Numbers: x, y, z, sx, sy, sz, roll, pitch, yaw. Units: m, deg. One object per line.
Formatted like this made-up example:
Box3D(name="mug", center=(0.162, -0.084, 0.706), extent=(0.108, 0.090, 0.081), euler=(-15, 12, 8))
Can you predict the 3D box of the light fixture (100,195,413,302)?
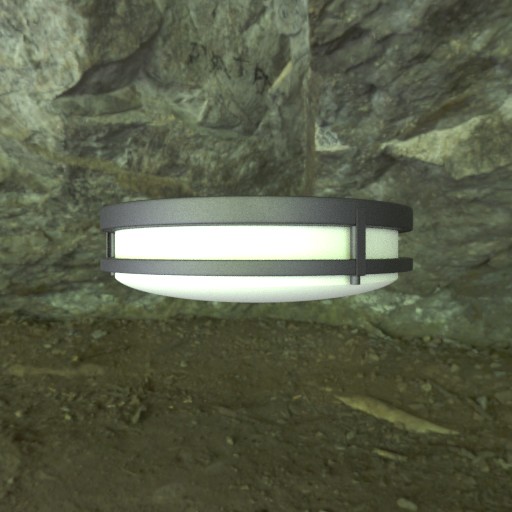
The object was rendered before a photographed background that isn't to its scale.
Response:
Box3D(name="light fixture", center=(0.000, 0.000, 0.533), extent=(0.356, 0.102, 0.356), euler=(0, 1, 0))
